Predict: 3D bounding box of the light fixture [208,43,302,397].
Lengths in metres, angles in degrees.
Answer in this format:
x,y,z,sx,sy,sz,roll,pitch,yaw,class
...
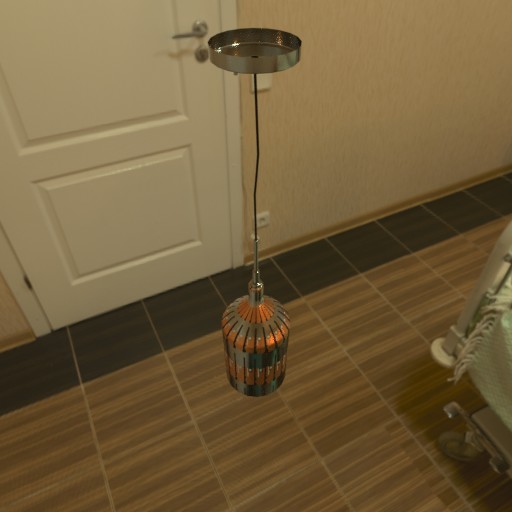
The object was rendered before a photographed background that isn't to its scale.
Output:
x,y,z,sx,sy,sz,roll,pitch,yaw,class
0.000,0.000,1.689,0.303,1.535,0.303,0,42,0,light fixture
